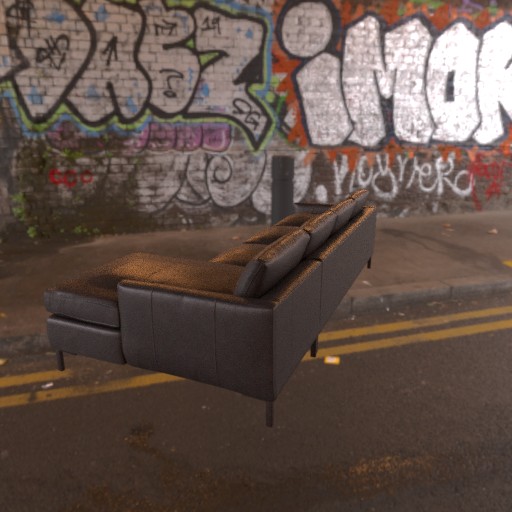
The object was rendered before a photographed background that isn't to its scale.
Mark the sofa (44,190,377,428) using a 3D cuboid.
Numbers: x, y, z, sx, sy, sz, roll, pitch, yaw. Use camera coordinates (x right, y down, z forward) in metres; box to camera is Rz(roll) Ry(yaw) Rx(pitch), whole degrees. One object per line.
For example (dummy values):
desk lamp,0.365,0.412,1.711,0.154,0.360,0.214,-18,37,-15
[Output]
sofa,0.000,0.000,3.628,1.471,0.859,2.993,7,17,23
